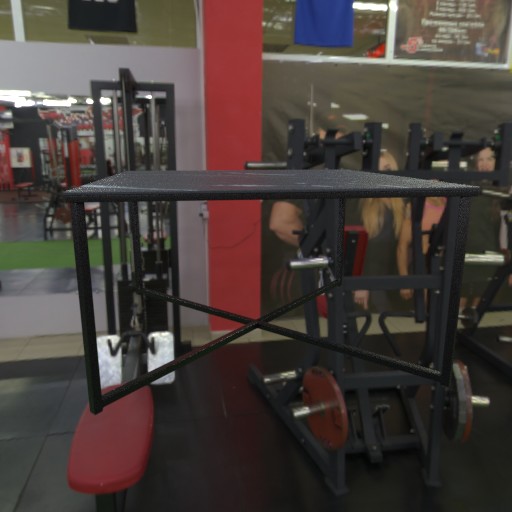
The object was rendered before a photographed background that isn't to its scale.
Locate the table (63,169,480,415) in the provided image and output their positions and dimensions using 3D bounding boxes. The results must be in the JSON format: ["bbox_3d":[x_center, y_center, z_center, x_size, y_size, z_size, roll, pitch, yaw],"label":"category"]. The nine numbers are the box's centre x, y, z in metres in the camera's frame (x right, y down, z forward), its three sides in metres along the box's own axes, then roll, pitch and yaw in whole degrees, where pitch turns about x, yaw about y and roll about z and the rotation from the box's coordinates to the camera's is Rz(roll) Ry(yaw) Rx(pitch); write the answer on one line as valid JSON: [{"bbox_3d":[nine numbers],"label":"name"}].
[{"bbox_3d":[0.000,0.000,1.275,0.800,0.450,0.800,-2,14,-8],"label":"table"}]
